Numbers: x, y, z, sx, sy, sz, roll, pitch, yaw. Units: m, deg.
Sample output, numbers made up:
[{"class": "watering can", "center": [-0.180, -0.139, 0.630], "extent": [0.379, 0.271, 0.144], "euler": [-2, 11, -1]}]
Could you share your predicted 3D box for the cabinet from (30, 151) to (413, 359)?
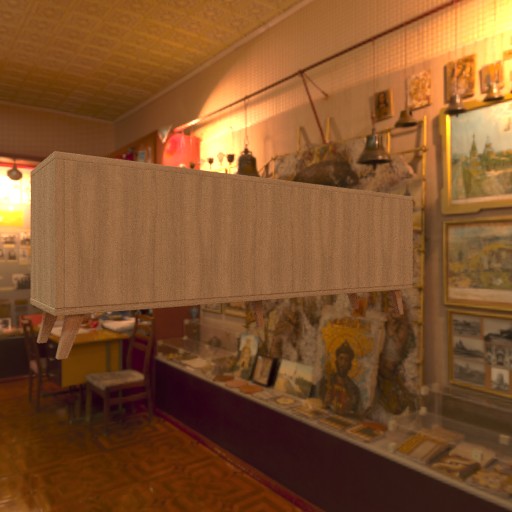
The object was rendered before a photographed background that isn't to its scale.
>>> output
[{"class": "cabinet", "center": [0.000, 0.000, 2.478], "extent": [2.198, 0.779, 0.499], "euler": [0, 0, -36]}]
